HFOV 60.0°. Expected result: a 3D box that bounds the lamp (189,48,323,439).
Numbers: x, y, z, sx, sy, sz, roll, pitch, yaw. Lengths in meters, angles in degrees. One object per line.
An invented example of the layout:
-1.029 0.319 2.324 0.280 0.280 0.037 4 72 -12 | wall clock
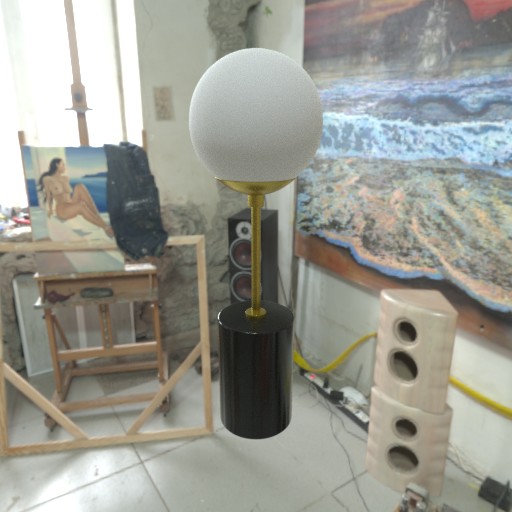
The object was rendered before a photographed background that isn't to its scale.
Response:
0.000 0.000 0.562 0.153 0.480 0.153 0 18 0 | lamp
